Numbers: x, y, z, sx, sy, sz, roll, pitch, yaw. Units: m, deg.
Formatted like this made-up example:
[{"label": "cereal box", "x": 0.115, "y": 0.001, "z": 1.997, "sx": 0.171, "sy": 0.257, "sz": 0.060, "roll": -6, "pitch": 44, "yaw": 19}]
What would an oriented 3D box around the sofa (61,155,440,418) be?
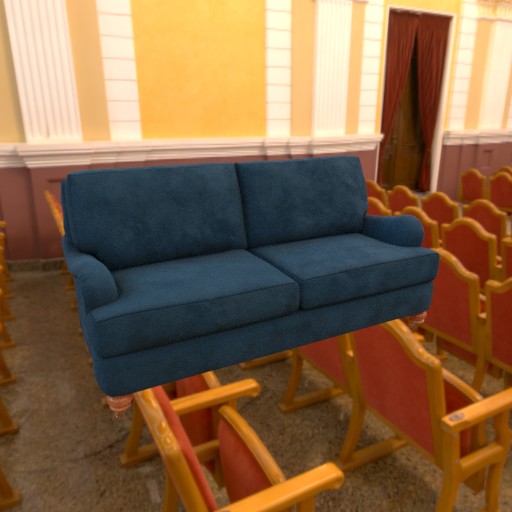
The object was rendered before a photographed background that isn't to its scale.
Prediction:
[{"label": "sofa", "x": 0.000, "y": 0.000, "z": 2.743, "sx": 2.141, "sy": 1.101, "sz": 1.084, "roll": -9, "pitch": 20, "yaw": -26}]
